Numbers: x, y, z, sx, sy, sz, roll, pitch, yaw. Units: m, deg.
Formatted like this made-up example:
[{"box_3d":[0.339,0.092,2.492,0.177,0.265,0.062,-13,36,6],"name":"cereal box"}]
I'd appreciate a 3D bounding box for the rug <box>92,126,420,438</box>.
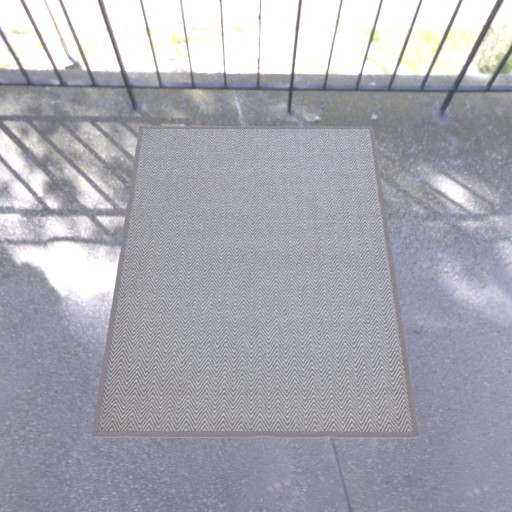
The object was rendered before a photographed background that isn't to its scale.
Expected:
[{"box_3d":[0.000,0.000,3.945,2.434,0.032,3.007,0,64,0],"name":"rug"}]
